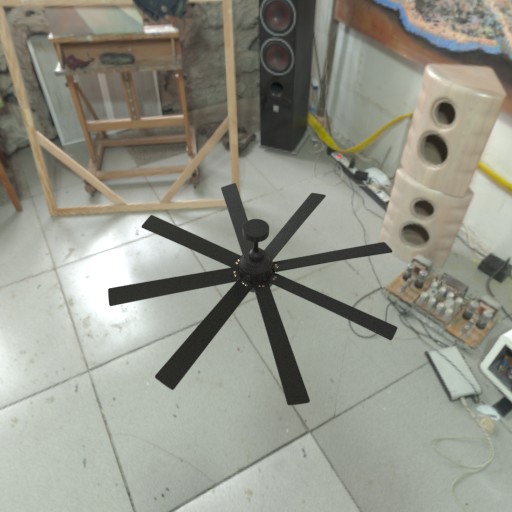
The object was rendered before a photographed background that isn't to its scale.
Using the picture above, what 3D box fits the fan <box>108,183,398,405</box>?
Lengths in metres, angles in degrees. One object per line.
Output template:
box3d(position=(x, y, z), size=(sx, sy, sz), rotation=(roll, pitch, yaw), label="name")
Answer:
box3d(position=(0.000, 0.000, 2.722), size=(1.830, 0.472, 1.830), rotation=(24, 51, 21), label="fan")
